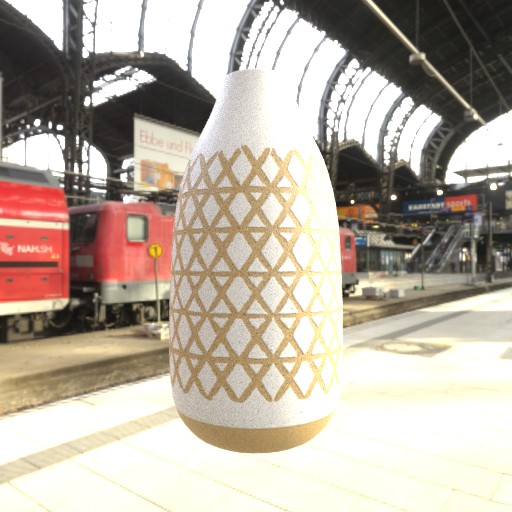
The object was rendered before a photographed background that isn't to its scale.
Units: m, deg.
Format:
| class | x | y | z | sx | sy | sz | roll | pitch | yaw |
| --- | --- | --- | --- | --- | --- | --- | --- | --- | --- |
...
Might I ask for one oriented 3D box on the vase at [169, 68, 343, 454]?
| class | x | y | z | sx | sy | sz | roll | pitch | yaw |
| --- | --- | --- | --- | --- | --- | --- | --- | --- | --- |
| vase | 0.000 | 0.000 | 0.484 | 0.186 | 0.380 | 0.186 | 0 | -1 | 0 |
